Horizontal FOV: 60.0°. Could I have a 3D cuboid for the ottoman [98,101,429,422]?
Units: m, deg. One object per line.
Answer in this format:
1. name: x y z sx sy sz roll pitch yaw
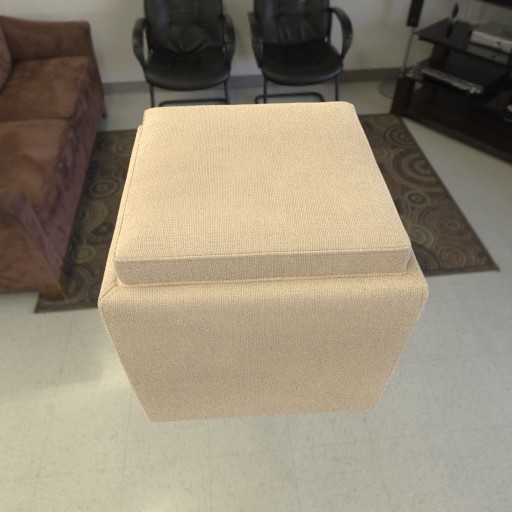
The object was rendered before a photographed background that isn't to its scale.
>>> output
1. ottoman: 0.000 0.000 0.833 0.451 0.460 0.450 -2 47 -2
